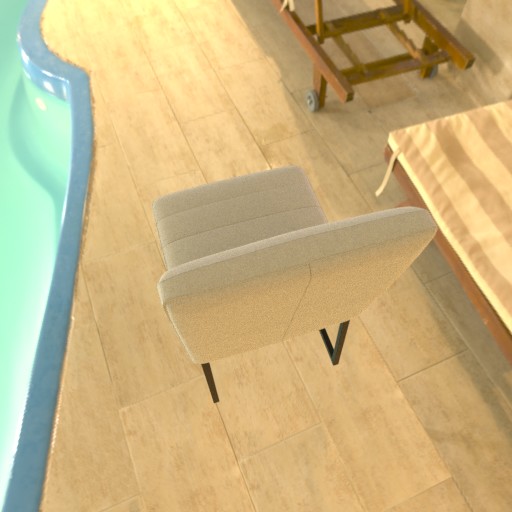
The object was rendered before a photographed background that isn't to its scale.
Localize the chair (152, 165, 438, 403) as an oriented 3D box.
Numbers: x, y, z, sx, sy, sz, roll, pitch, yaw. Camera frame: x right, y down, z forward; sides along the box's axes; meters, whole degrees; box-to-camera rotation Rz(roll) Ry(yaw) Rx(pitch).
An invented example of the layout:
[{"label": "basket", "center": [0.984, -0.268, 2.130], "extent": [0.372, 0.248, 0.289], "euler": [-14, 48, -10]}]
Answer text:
[{"label": "chair", "center": [0.000, 0.000, 1.288], "extent": [0.520, 0.930, 0.634], "euler": [-15, 60, -9]}]
